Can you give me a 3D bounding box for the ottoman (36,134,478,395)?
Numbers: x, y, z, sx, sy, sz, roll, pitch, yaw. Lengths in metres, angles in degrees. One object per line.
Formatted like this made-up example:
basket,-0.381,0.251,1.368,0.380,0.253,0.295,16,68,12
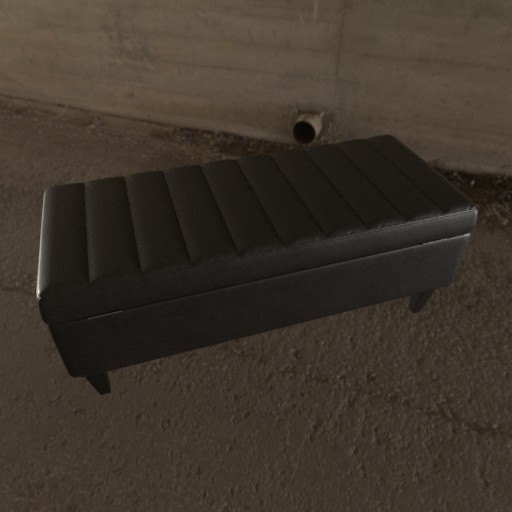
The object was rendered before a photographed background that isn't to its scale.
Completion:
ottoman,0.000,0.000,1.376,1.151,0.469,0.482,-12,43,-13
